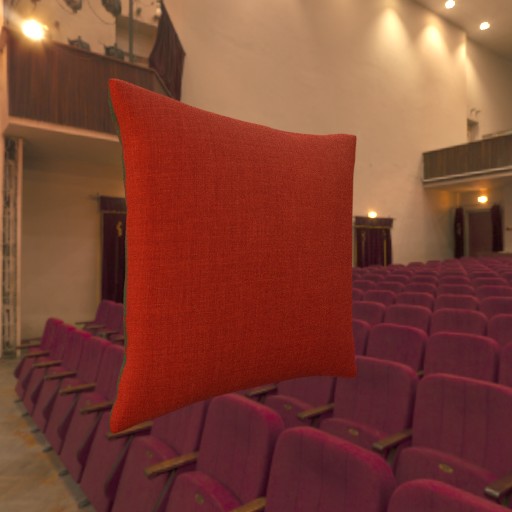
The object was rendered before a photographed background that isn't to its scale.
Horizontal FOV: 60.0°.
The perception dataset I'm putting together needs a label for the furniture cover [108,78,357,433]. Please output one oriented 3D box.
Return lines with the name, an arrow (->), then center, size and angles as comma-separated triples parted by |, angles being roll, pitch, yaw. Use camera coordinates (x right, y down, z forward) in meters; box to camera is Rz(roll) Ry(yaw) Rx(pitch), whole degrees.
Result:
furniture cover -> 0.000, 0.000, 0.778 | 0.517, 0.508, 0.158 | 0, 0, -36
